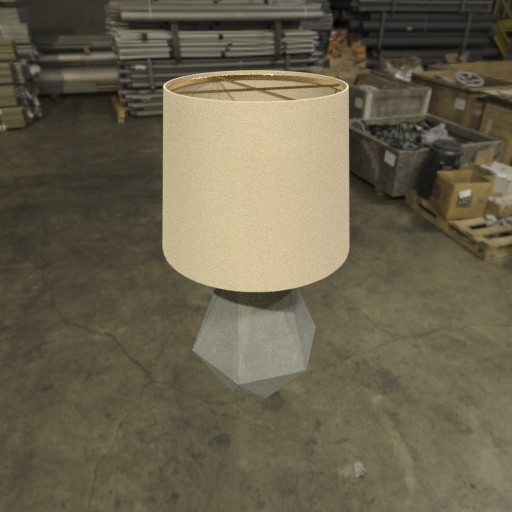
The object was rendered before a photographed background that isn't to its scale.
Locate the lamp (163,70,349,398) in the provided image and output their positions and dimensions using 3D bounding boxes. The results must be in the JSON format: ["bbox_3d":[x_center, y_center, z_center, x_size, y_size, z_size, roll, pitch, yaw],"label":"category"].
[{"bbox_3d":[0.000,0.000,0.682,0.276,0.501,0.276,0,30,0],"label":"lamp"}]
